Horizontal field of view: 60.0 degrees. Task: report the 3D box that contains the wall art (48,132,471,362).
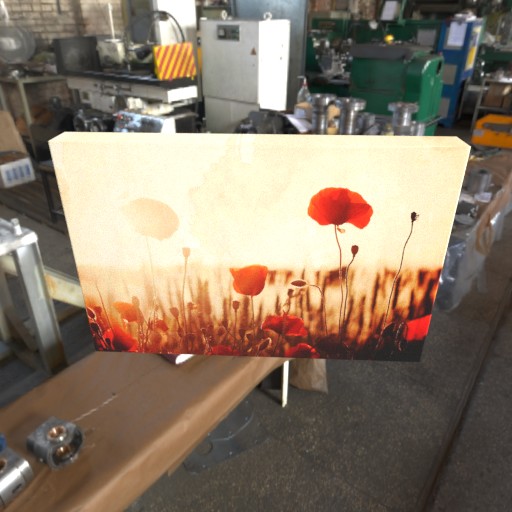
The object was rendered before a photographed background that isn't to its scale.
[{"bbox_3d":[0.000,0.000,0.476,0.383,0.251,0.037,1,29,2],"label":"wall art"}]
